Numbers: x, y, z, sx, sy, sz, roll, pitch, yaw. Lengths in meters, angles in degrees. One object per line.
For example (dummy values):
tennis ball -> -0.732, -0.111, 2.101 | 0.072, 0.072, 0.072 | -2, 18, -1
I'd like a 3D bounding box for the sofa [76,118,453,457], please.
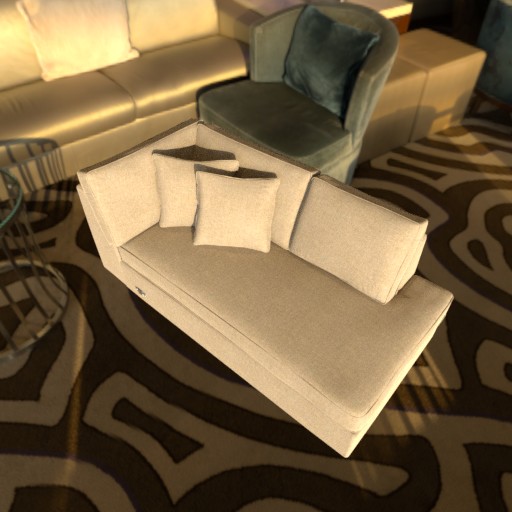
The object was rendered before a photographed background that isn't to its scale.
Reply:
sofa -> 0.000, 0.000, 2.860 | 2.238, 1.019, 1.110 | 31, 52, 28
